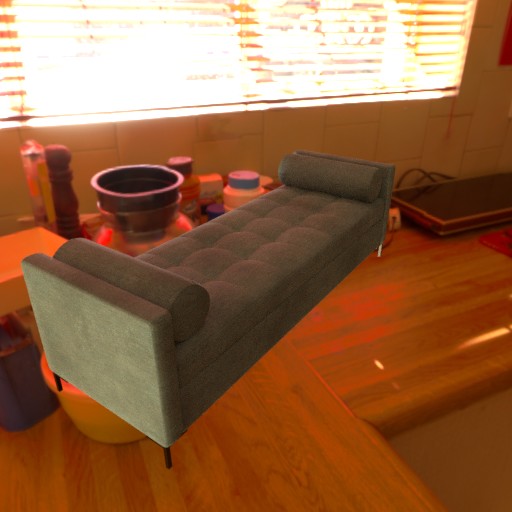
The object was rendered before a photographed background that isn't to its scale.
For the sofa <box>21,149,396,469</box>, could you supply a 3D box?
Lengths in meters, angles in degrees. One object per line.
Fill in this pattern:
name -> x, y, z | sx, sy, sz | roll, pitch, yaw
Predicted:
sofa -> 0.000, 0.000, 2.260 | 0.686, 0.635, 1.981 | 18, 32, 31
